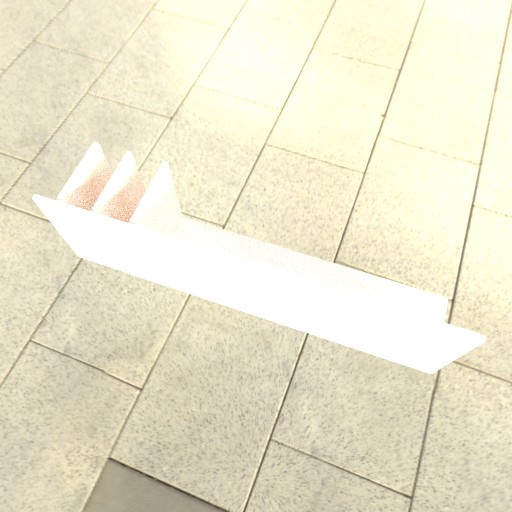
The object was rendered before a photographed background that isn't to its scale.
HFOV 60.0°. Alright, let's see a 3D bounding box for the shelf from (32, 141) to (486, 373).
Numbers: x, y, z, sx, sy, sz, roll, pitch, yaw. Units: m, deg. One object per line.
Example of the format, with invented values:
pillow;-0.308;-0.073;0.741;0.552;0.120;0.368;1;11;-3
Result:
shelf;0.000;0.000;1.118;1.020;0.300;0.200;17;65;8
